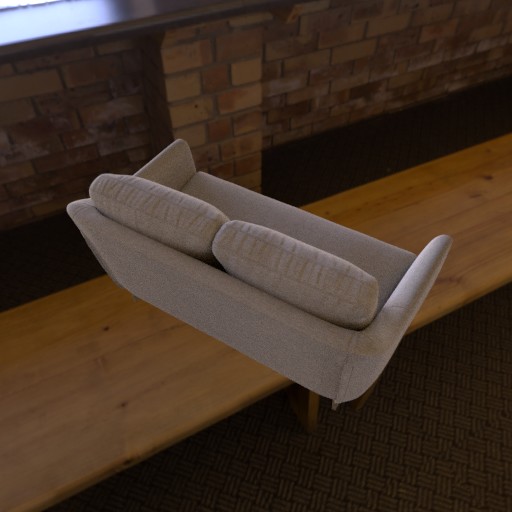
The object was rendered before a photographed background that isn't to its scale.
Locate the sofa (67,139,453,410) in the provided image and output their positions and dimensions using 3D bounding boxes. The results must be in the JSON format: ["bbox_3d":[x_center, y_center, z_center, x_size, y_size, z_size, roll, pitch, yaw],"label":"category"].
[{"bbox_3d":[0.000,0.000,2.200,1.619,0.904,0.960,24,52,20],"label":"sofa"}]
